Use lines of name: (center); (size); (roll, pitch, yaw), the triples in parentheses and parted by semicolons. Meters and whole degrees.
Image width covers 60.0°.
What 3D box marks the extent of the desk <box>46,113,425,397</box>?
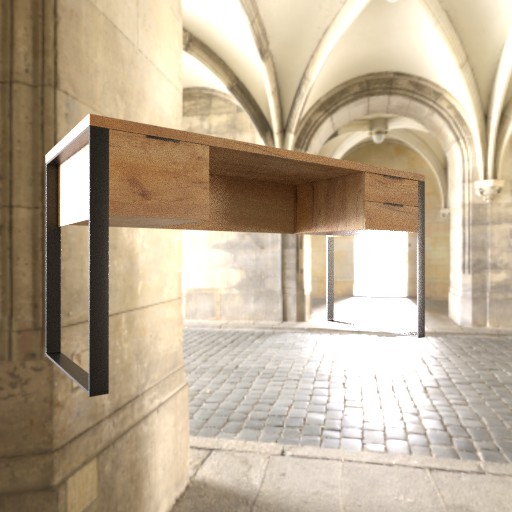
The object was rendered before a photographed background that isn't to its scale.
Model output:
desk: (0.000, 0.000, 1.869); (1.520, 0.760, 0.600); (0, 0, -36)
